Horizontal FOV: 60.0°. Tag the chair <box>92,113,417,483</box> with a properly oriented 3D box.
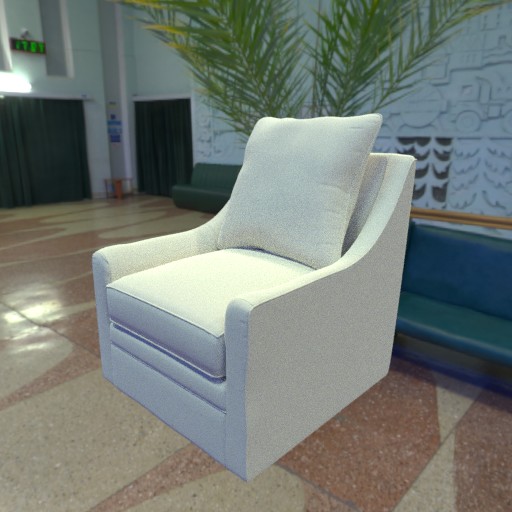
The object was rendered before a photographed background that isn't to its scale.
[{"bbox_3d":[0.000,0.000,1.561,0.756,0.965,0.876,14,21,42],"label":"chair"}]
